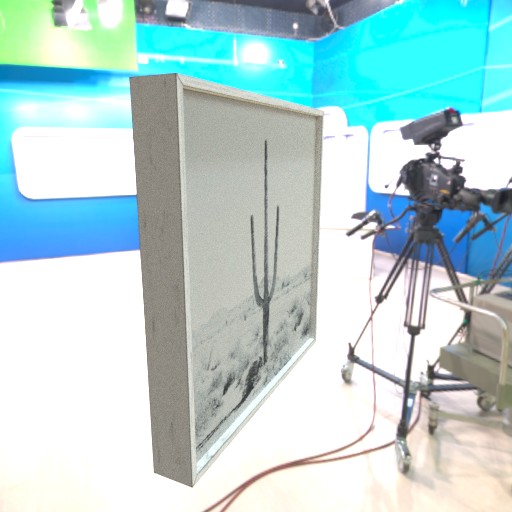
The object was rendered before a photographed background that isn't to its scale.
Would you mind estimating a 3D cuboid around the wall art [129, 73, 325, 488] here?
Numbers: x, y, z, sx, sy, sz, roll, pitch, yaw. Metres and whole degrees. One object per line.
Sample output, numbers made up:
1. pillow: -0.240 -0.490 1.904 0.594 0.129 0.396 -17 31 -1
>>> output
1. wall art: 0.000 0.000 0.454 0.038 0.305 0.305 6 15 25
